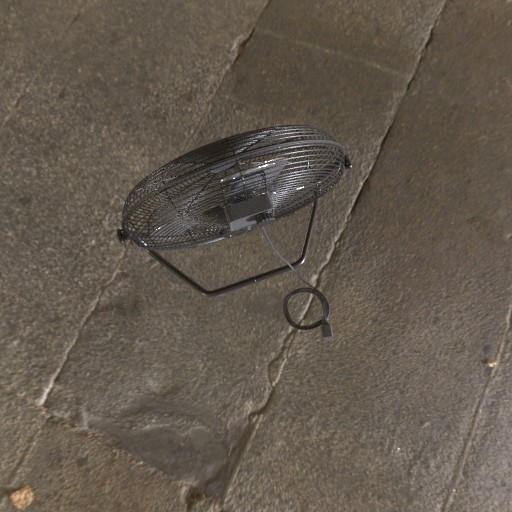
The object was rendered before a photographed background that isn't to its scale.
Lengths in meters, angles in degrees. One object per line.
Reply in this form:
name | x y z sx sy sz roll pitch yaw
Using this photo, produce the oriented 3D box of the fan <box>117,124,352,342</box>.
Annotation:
fan | 0.000 0.000 1.027 0.595 0.605 0.470 -19 76 -5
